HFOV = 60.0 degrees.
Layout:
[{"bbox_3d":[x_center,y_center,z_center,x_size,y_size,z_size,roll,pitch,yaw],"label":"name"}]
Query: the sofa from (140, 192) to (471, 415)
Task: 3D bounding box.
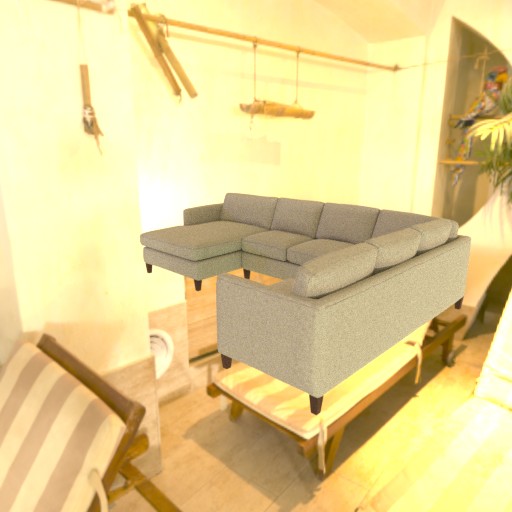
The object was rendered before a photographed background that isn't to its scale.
[{"bbox_3d":[0.000,0.000,4.641,3.460,0.959,2.593,14,20,42],"label":"sofa"}]
